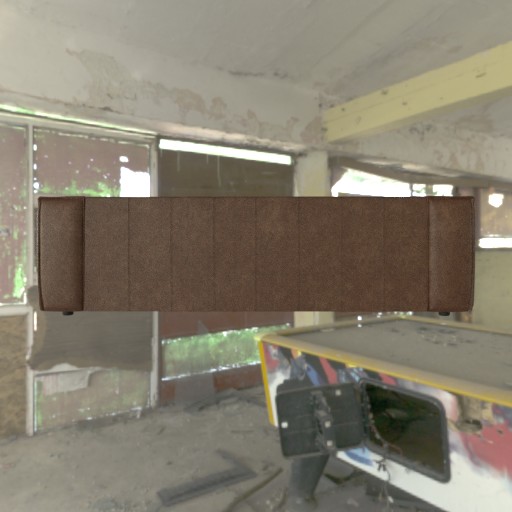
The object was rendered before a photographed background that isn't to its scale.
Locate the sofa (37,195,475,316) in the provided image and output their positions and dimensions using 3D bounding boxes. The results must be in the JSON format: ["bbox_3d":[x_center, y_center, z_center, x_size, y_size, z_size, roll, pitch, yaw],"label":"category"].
[{"bbox_3d":[0.000,0.000,3.058,2.581,0.701,1.102,0,0,1],"label":"sofa"}]
